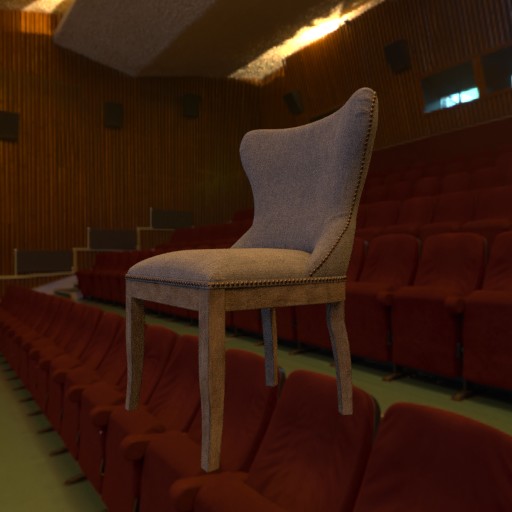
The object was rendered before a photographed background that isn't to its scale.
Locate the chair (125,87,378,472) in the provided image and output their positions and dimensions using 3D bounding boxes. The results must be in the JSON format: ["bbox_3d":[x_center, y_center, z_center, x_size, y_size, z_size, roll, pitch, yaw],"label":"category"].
[{"bbox_3d":[0.000,0.000,1.437,0.681,1.002,0.654,0,0,-36],"label":"chair"}]
